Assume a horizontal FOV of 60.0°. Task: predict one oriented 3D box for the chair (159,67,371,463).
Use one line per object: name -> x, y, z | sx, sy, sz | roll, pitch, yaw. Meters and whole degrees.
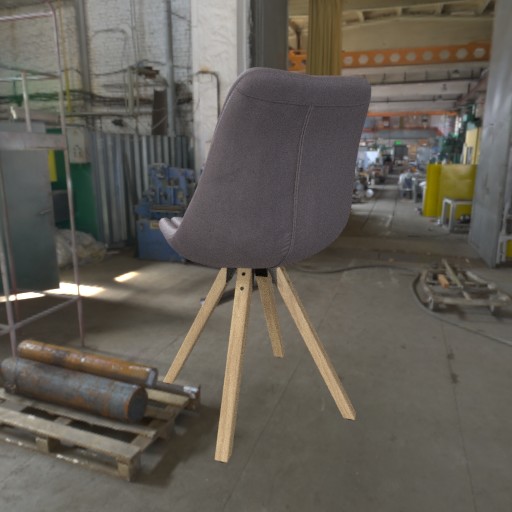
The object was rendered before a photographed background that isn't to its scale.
chair -> 0.000, 0.000, 1.207 | 0.483, 0.865, 0.547 | -7, 15, -26
